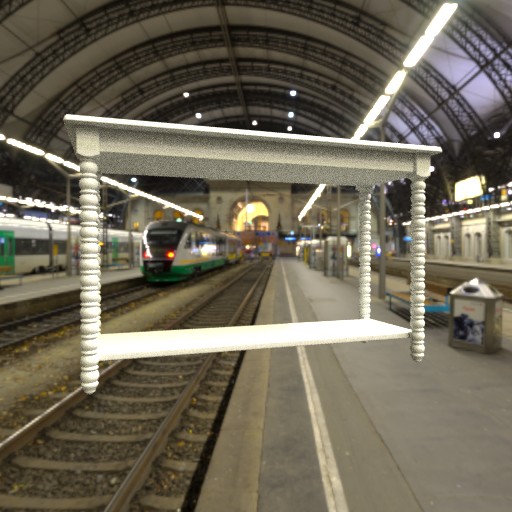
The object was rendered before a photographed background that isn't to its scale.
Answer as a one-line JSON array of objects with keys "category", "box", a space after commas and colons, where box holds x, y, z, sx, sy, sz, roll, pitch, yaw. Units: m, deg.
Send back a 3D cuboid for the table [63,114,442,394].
[{"category": "table", "box": [0.000, 0.000, 1.533, 1.184, 0.740, 0.459, 0, 1, -18]}]
